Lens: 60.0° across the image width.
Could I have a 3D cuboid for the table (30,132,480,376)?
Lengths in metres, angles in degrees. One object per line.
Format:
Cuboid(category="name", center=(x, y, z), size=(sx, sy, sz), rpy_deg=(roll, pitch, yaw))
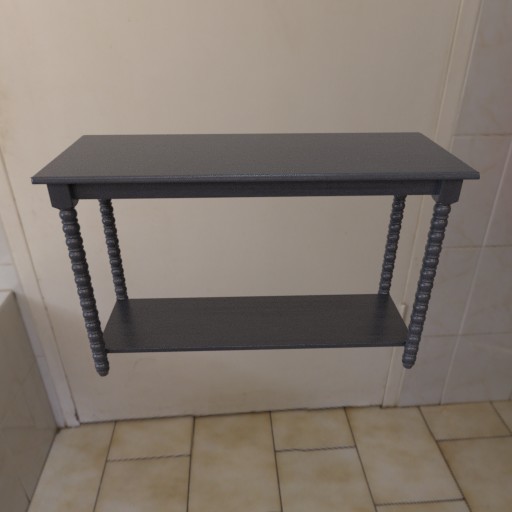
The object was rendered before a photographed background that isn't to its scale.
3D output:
Cuboid(category="table", center=(0.000, 0.000, 1.533), size=(1.184, 0.735, 0.459), rpy_deg=(-1, 29, -2))
